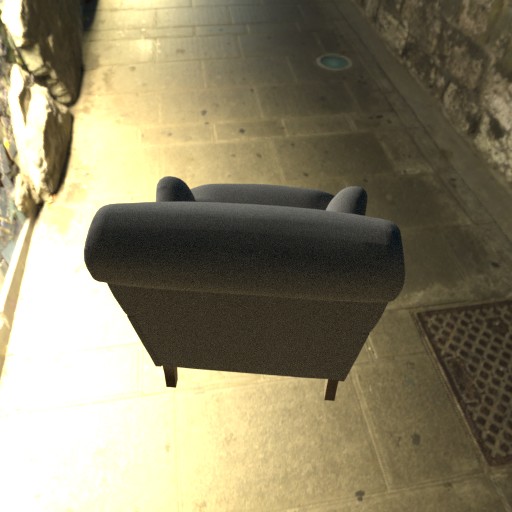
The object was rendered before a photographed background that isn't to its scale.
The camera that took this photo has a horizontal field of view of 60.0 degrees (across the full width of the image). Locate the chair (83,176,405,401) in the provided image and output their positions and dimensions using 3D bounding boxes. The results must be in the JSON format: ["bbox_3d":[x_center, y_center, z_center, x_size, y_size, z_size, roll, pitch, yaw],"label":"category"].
[{"bbox_3d":[0.000,0.000,1.555,0.766,0.942,0.843,4,48,3],"label":"chair"}]
